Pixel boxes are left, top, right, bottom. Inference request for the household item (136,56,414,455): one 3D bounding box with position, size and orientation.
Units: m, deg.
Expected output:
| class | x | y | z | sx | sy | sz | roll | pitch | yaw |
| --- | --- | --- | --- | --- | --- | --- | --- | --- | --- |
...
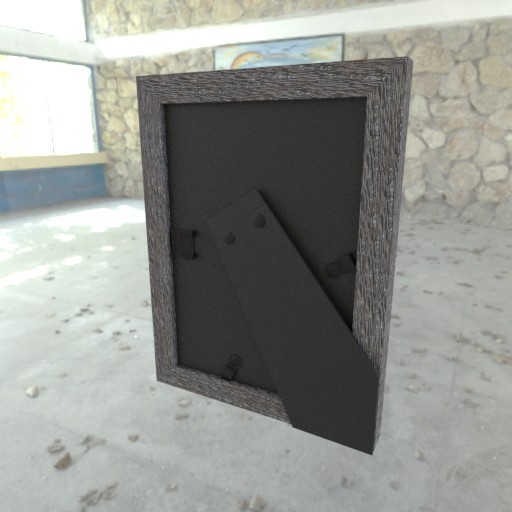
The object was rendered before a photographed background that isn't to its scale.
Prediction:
| class | x | y | z | sx | sy | sz | roll | pitch | yaw |
| --- | --- | --- | --- | --- | --- | --- | --- | --- | --- |
| household item | 0.000 | 0.000 | 0.268 | 0.160 | 0.210 | 0.020 | 8 | 18 | 27 |
